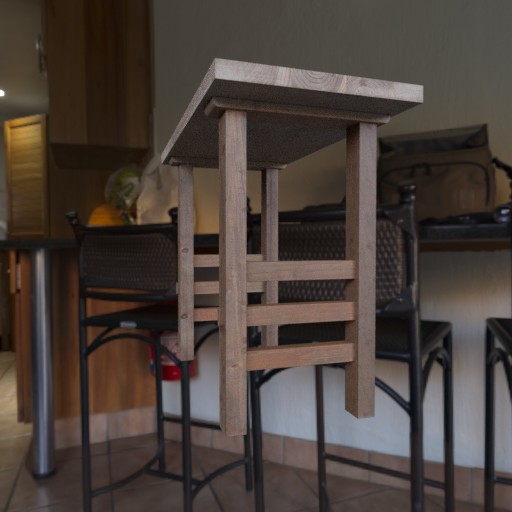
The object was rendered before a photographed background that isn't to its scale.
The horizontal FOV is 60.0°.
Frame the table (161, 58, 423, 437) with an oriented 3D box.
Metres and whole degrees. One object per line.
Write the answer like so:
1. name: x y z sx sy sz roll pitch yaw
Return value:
1. table: 0.000 0.000 1.614 0.556 0.914 1.119 0 2 -18
